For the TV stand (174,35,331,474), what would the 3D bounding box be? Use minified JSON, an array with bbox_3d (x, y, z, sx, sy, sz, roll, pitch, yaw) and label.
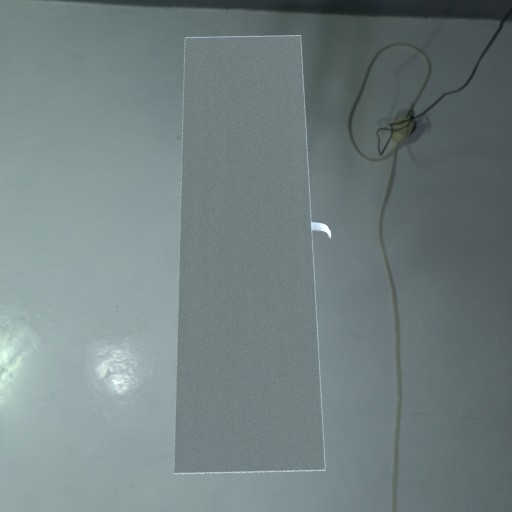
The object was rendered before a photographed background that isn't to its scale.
[{"bbox_3d":[0.000,0.000,1.463,0.424,0.624,1.187,-1,75,0],"label":"TV stand"}]
